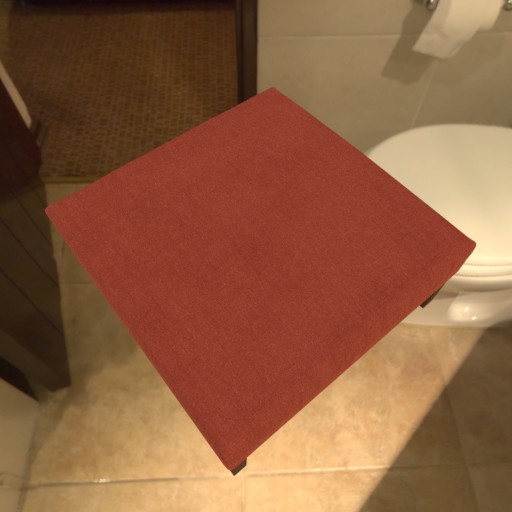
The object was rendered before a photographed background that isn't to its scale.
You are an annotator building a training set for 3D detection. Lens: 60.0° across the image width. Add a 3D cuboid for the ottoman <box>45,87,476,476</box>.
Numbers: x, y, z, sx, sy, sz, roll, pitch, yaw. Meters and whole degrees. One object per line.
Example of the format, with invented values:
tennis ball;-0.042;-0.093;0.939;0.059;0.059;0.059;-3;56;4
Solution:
ottoman;0.000;0.000;1.405;0.889;0.411;0.890;-35;64;-19
